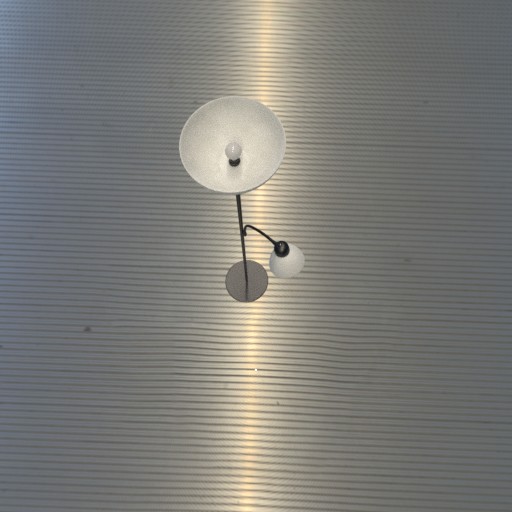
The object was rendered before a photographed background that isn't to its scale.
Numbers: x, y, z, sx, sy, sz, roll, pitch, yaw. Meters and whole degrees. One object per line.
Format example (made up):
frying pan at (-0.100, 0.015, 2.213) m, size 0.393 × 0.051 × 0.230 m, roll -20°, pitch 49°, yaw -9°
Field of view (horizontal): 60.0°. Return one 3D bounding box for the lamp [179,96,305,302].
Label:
lamp at (0.000, 0.000, 1.973) m, size 0.279 × 1.804 × 0.442 m, roll -43°, pitch 79°, yaw -10°
